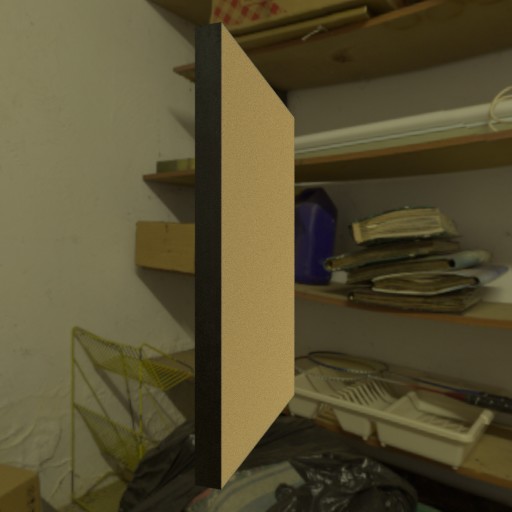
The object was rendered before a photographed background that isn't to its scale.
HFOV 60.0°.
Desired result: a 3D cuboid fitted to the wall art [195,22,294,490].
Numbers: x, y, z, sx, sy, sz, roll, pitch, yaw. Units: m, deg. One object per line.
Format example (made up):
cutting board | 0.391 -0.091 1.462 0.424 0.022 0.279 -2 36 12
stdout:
wall art | 0.000 0.000 0.587 0.031 0.457 0.313 0 0 18
